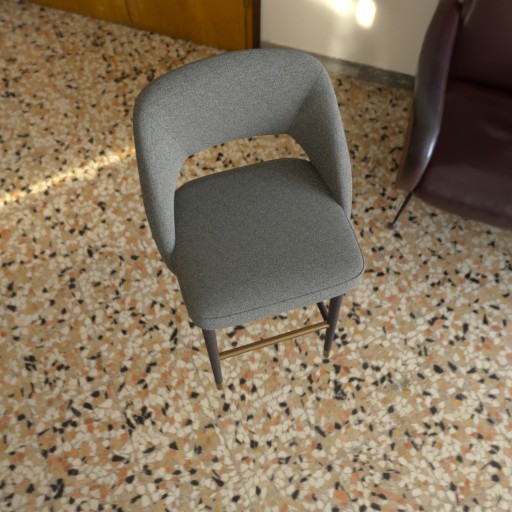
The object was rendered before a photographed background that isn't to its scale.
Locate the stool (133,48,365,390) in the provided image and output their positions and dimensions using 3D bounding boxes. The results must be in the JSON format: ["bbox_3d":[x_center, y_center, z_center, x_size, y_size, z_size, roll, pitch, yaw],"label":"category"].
[{"bbox_3d":[0.000,0.000,1.367,0.536,1.089,0.524,-15,65,-7],"label":"stool"}]
